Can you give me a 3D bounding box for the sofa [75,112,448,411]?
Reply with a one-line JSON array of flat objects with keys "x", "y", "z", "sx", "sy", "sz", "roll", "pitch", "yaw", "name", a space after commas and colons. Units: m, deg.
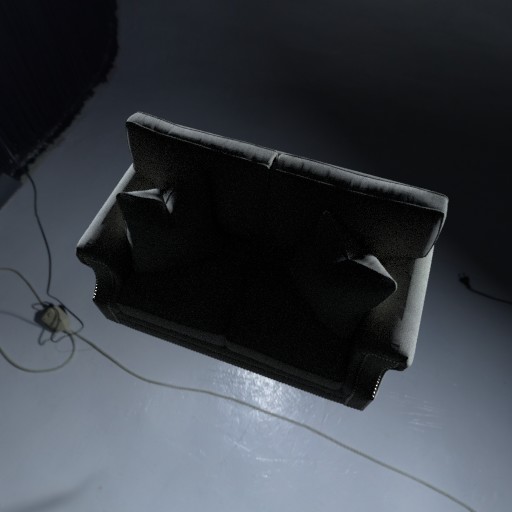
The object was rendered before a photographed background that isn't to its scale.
[{"x": 0.000, "y": 0.000, "z": 2.328, "sx": 1.701, "sy": 0.966, "sz": 0.966, "roll": 17, "pitch": 59, "yaw": 11, "name": "sofa"}]
